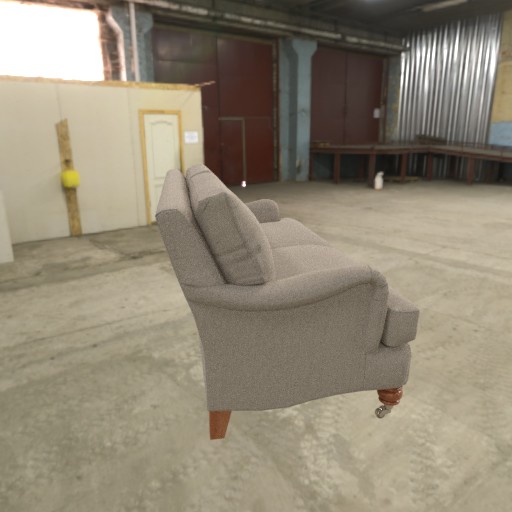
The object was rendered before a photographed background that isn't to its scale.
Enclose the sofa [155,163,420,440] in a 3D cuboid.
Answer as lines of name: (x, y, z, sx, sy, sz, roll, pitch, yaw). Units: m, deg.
sofa: (0.000, 0.000, 2.756, 1.087, 1.054, 2.160, -3, 15, -10)
